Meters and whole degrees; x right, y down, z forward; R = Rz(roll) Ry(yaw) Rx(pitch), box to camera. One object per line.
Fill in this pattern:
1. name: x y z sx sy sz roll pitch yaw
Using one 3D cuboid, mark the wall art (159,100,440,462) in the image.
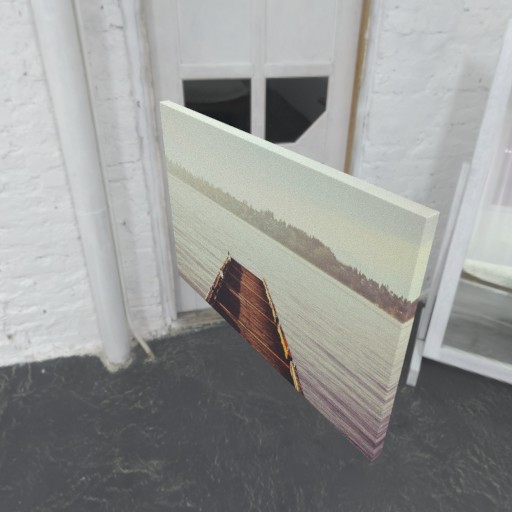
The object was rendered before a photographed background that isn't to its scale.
1. wall art: 0.000 0.000 1.437 0.040 0.765 1.149 -21 38 -30
